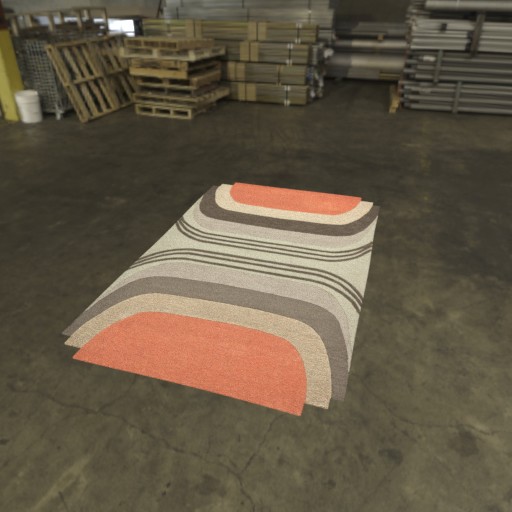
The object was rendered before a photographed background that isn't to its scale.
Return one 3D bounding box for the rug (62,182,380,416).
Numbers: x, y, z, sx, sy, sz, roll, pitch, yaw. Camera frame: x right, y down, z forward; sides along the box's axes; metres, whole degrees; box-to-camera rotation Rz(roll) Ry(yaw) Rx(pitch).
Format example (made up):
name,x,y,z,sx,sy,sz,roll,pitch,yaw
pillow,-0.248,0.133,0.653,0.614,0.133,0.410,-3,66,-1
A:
name,x,y,z,sx,sy,sz,roll,pitch,yaw
rug,0.000,0.000,3.085,1.530,0.017,2.446,9,33,15
